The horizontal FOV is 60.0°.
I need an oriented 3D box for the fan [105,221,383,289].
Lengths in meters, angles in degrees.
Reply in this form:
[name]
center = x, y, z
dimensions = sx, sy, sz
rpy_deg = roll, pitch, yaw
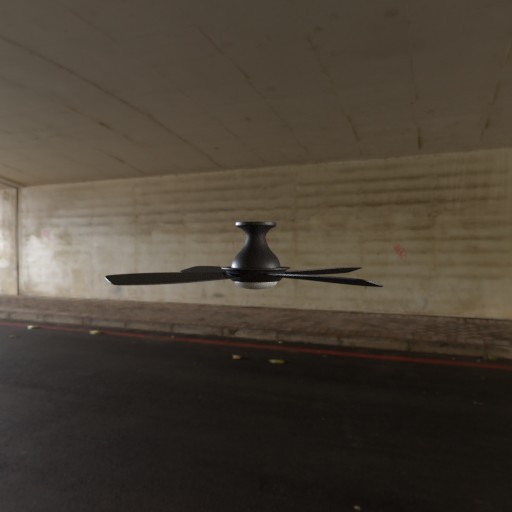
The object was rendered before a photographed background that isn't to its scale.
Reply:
[fan]
center = 0.000, 0.000, 2.540
dimensions = 1.694, 0.382, 1.694
rpy_deg = -1, 1, -36
